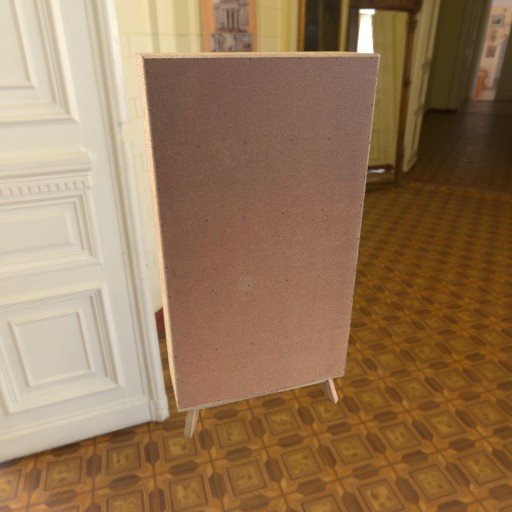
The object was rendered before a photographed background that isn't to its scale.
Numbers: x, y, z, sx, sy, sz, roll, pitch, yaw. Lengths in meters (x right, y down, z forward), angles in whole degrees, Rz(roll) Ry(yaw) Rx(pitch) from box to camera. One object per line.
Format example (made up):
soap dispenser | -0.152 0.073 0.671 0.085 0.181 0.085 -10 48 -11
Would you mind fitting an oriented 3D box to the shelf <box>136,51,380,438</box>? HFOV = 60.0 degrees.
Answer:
shelf | 0.000 0.000 1.766 0.748 1.471 0.308 -8 27 -15
